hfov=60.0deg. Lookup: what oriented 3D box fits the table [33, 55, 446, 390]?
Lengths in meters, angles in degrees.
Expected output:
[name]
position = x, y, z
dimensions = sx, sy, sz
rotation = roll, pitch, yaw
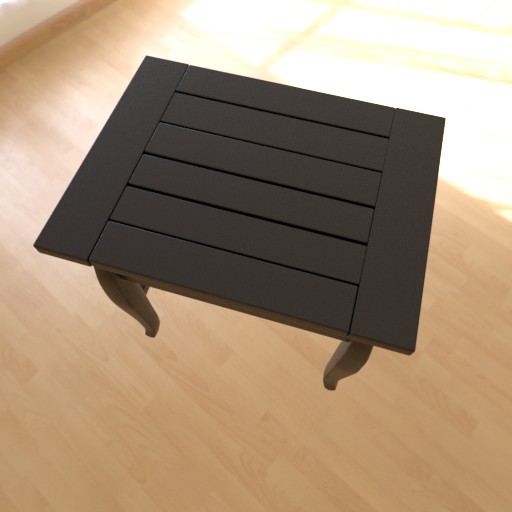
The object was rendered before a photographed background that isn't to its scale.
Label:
[table]
position = 0.000, 0.000, 1.029
dimensions = 0.602, 0.604, 0.460
rotation = 15, 64, 7
